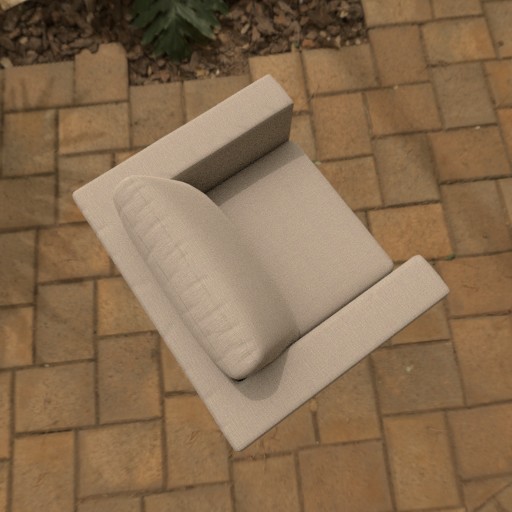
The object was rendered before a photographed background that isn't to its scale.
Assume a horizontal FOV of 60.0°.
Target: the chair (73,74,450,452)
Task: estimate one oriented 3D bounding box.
[{"bbox_3d":[0.000,0.000,1.816,0.957,0.878,1.150,-34,77,-9],"label":"chair"}]
